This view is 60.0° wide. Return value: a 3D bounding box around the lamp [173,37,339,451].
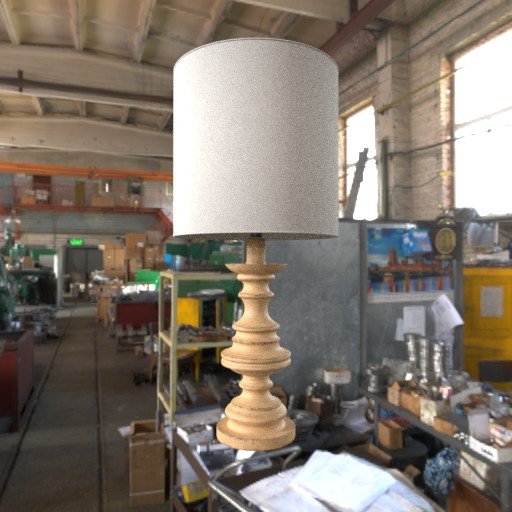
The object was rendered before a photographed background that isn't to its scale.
[{"bbox_3d":[0.000,0.000,0.566,0.208,0.455,0.208,0,0,36],"label":"lamp"}]
